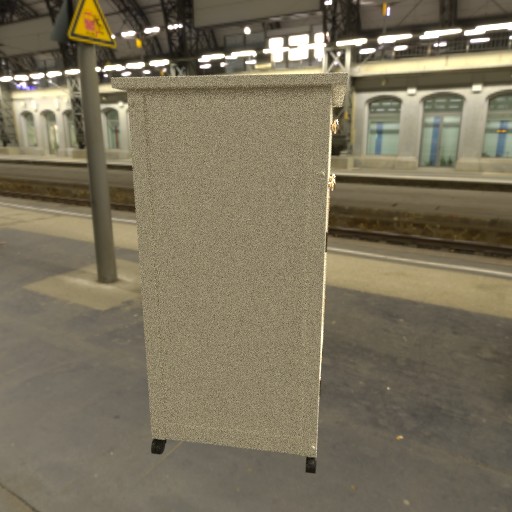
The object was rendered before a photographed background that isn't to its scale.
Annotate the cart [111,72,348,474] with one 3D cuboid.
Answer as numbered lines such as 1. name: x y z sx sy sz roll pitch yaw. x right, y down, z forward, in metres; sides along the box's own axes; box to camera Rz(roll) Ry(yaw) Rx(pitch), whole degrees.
1. cart: 0.000 0.000 1.244 0.442 0.864 0.683 3 15 9
